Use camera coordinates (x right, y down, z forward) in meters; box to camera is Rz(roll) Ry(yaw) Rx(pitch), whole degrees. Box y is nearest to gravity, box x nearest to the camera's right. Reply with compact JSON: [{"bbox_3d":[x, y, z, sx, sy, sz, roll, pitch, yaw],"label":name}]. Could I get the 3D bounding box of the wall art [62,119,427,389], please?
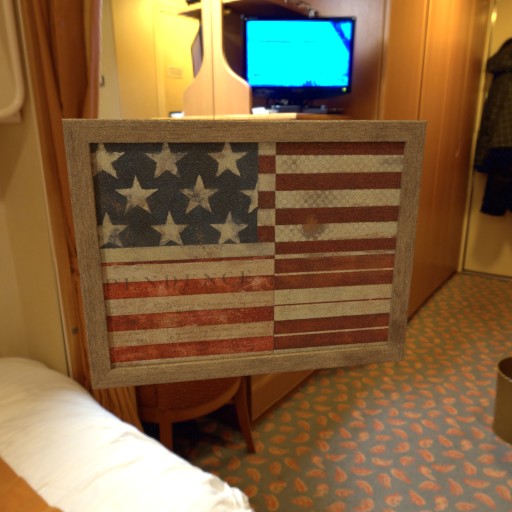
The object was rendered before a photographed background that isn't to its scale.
[{"bbox_3d":[0.000,0.000,0.911,0.690,0.535,0.026,-3,16,-9],"label":"wall art"}]
